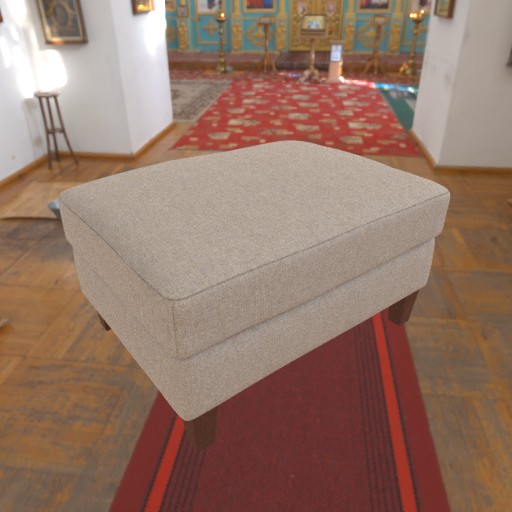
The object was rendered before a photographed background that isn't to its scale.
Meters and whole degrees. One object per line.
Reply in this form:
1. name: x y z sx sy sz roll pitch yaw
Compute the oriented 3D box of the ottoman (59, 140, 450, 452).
1. ottoman: 0.000 0.000 1.310 0.898 0.519 0.677 -21 35 -32
